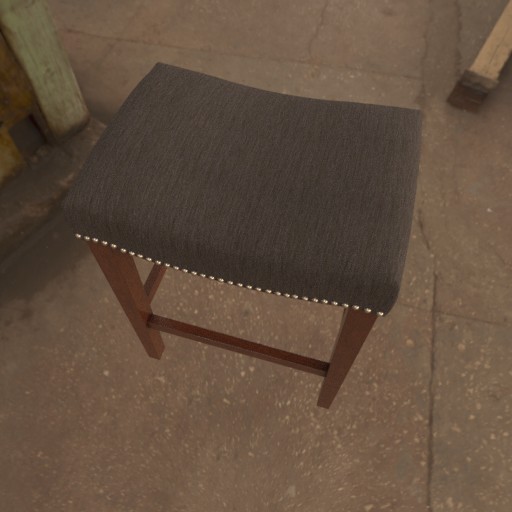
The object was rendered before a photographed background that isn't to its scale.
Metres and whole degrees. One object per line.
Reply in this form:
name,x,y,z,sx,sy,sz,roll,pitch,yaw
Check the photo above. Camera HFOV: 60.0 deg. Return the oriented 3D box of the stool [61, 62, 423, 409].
stool,0.000,0.000,0.949,0.504,0.654,0.372,14,58,9
